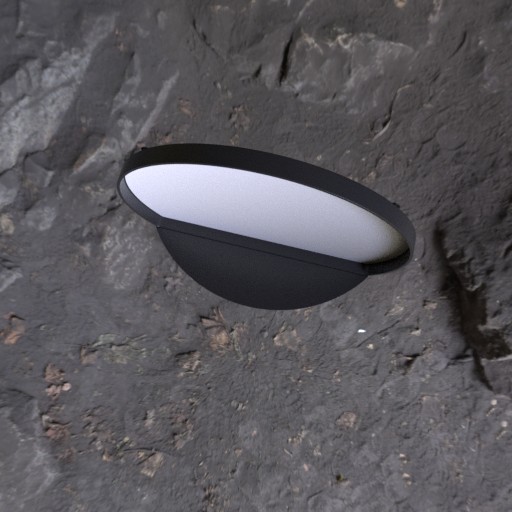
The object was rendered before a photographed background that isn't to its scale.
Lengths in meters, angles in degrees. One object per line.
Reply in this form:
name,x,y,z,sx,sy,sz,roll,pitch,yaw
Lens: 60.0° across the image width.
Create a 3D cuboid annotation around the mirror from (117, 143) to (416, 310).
mirror,0.000,0.000,0.692,0.457,0.457,0.133,13,77,3
